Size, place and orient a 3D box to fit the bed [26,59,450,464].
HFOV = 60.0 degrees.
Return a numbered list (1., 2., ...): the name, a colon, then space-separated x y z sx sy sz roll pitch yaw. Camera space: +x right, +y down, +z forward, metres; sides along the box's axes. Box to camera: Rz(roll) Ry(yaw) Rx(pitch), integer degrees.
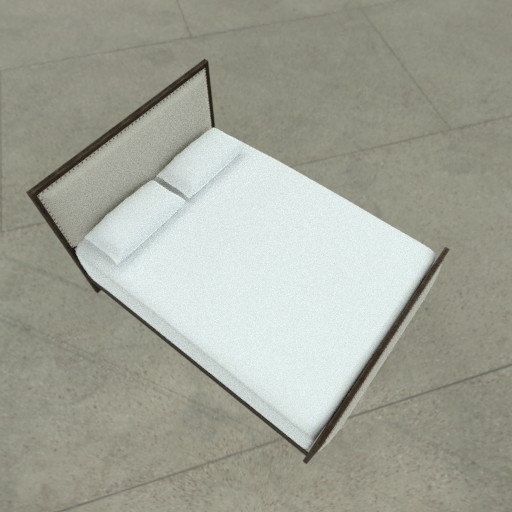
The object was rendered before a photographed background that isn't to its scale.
1. bed: 0.000 0.000 3.175 2.221 1.313 1.607 34 65 18
